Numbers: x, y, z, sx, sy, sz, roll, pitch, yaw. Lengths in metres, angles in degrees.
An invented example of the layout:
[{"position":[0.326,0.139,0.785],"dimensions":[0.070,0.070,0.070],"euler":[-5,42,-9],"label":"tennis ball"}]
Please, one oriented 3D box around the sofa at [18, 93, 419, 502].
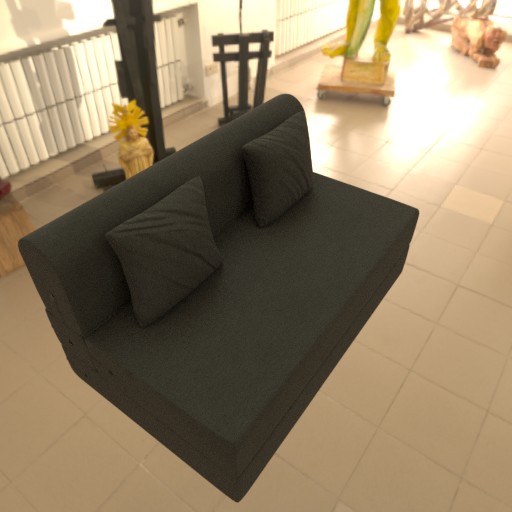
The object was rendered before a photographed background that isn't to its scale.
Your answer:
[{"position":[0.000,0.000,1.589],"dimensions":[0.762,0.670,1.225],"euler":[26,47,26],"label":"sofa"}]
